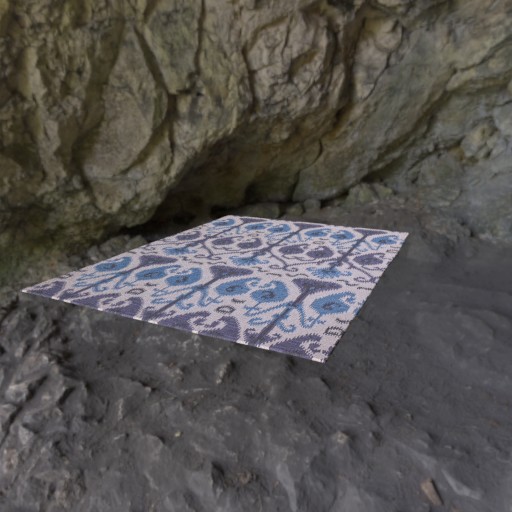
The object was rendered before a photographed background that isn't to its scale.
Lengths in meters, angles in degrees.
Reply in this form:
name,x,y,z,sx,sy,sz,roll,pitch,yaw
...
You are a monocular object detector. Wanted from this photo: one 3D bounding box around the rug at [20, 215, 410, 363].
name,x,y,z,sx,sy,sz,roll,pitch,yaw
rug,0.000,0.000,2.950,1.676,0.013,2.261,8,18,25
